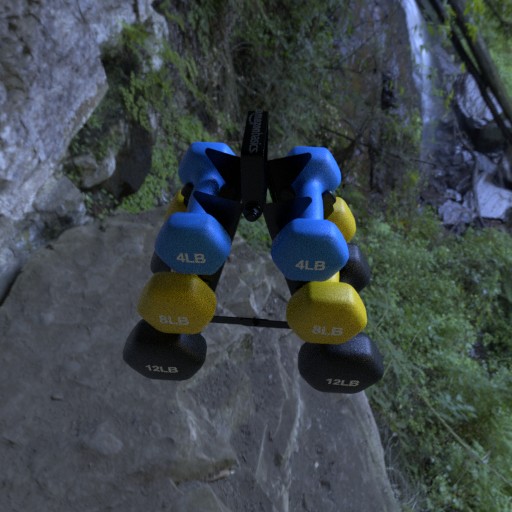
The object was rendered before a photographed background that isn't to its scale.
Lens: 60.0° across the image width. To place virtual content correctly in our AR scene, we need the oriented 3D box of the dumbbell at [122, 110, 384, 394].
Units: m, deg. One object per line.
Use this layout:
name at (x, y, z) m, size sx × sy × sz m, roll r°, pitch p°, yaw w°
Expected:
dumbbell at (0.000, 0.000, 0.664) m, size 0.409 × 0.426 × 0.255 m, roll 3°, pitch 47°, yaw 3°
